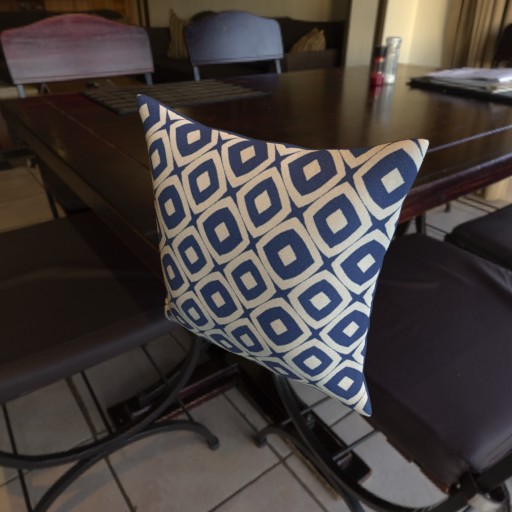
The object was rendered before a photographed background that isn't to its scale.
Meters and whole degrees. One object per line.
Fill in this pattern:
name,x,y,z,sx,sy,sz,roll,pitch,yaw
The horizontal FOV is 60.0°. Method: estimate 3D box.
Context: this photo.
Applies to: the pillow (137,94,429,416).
pillow,0.000,0.000,0.779,0.504,0.494,0.188,19,36,29
